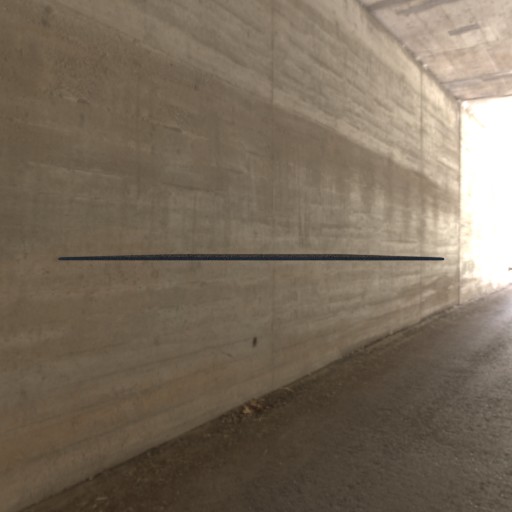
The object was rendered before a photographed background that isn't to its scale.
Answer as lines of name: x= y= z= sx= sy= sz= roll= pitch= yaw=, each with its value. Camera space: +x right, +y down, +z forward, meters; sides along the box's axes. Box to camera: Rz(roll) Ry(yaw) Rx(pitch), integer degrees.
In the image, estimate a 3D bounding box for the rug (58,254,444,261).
rug: x=0.000 y=0.000 z=2.302 sx=1.219 sy=0.010 sz=1.829 roll=0 pitch=1 yaw=1
